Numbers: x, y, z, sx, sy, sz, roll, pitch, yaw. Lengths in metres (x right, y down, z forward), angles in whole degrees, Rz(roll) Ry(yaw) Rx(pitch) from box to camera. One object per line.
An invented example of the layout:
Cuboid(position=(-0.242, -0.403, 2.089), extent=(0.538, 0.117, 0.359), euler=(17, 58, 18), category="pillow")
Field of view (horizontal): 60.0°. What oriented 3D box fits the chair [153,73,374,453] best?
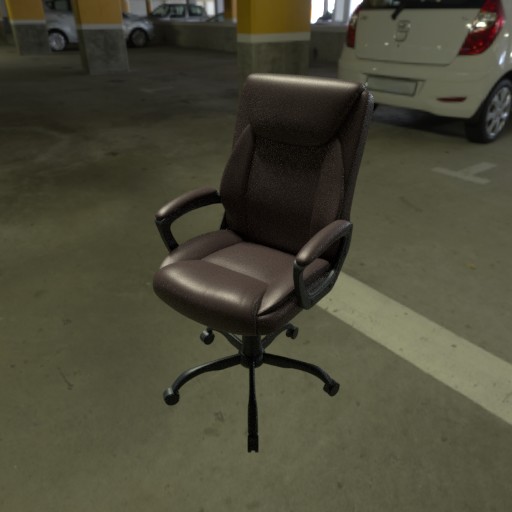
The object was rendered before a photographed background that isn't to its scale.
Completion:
Cuboid(position=(0.000, 0.000, 1.480), extent=(0.615, 1.072, 0.655), euler=(18, 34, 29), category="chair")
